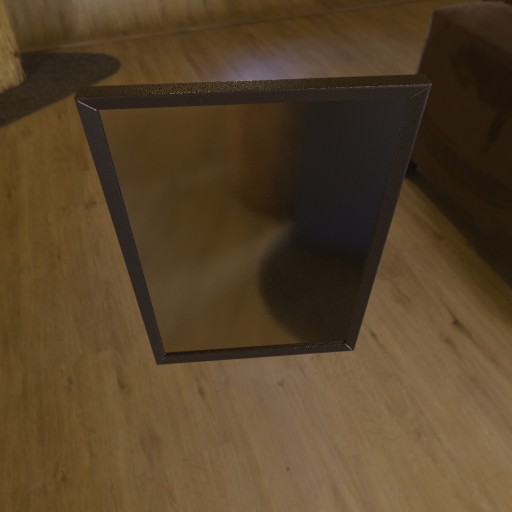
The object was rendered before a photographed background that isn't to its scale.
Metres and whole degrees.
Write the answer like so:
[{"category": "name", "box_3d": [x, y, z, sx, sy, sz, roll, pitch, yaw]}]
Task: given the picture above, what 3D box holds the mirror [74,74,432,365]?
[{"category": "mirror", "box_3d": [0.000, 0.000, 0.894, 0.507, 0.710, 0.039, -3, 46, -3]}]
